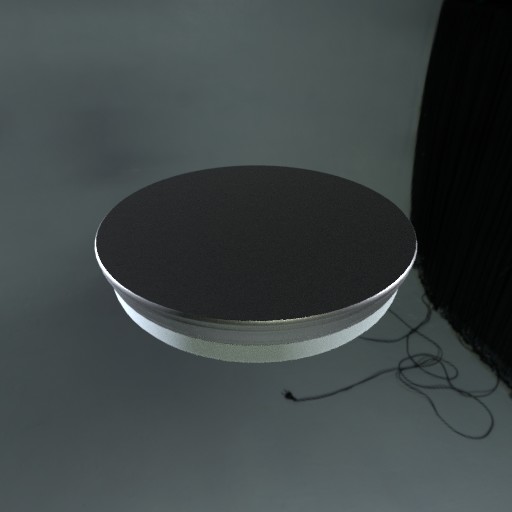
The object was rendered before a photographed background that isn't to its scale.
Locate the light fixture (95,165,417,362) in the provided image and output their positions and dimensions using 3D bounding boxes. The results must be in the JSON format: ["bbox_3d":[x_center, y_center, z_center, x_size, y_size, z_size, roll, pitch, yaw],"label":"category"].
[{"bbox_3d":[0.000,0.000,0.554,0.368,0.100,0.368,0,32,0],"label":"light fixture"}]
